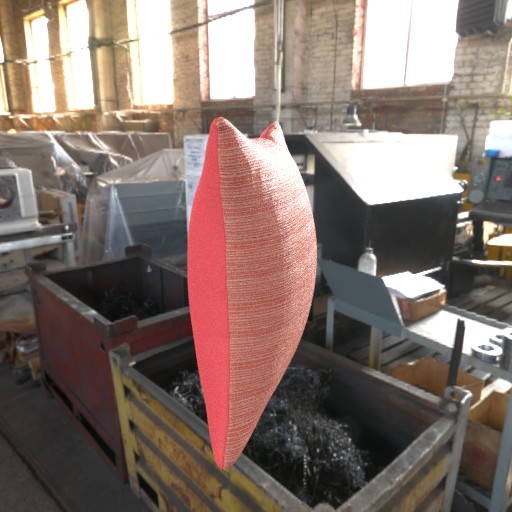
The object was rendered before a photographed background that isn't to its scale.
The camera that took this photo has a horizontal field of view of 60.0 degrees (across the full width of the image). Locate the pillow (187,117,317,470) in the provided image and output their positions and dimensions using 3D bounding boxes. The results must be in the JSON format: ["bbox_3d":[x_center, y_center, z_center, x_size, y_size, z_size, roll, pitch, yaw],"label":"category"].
[{"bbox_3d":[0.000,0.000,0.843,0.229,0.501,0.559,3,16,9],"label":"pillow"}]
